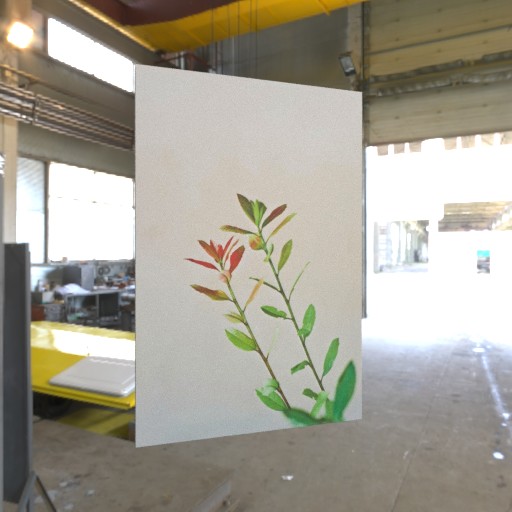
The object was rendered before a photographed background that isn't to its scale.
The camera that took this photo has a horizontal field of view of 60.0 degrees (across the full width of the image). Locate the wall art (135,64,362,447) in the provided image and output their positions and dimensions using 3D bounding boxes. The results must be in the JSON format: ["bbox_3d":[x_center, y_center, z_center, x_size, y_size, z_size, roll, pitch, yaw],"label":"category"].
[{"bbox_3d":[0.000,0.000,1.452,0.764,1.143,0.038,0,0,-17],"label":"wall art"}]
